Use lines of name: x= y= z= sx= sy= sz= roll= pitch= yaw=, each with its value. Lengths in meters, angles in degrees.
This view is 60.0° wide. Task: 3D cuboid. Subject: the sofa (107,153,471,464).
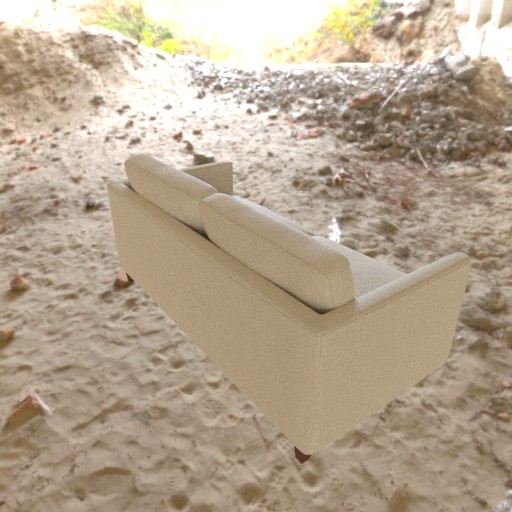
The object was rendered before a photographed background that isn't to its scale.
sofa: x=0.000 y=0.000 z=2.491 sx=0.965 sy=0.889 sz=1.981 roll=-19 pitch=33 yaw=-32
